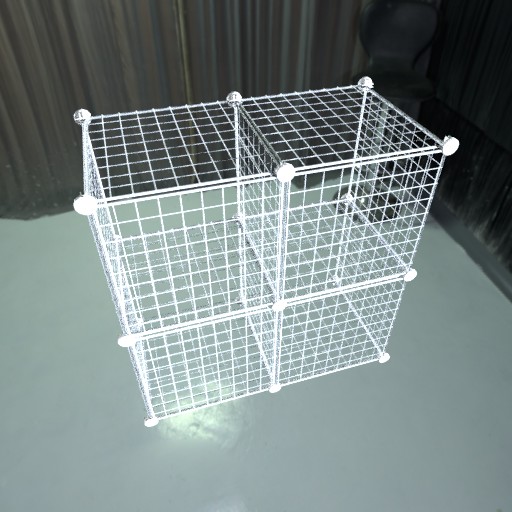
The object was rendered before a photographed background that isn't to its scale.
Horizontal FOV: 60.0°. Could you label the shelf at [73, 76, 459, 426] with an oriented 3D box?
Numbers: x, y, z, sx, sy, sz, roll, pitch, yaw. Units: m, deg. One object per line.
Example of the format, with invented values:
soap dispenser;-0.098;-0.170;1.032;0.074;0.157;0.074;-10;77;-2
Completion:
shelf;0.000;0.000;1.131;0.711;0.711;0.356;-11;42;-13
